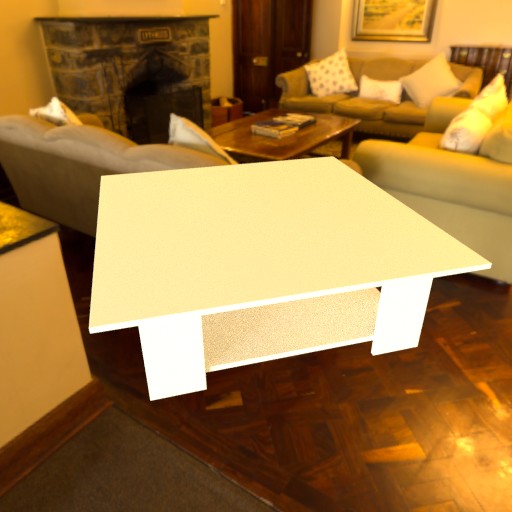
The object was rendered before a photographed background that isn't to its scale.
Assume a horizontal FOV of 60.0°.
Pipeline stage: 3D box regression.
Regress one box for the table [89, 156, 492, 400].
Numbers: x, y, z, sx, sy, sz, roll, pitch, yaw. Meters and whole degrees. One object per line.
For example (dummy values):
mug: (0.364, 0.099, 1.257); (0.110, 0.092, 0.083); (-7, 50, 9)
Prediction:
table: (0.000, 0.000, 1.373); (0.890, 0.305, 0.890); (-8, 30, -14)
